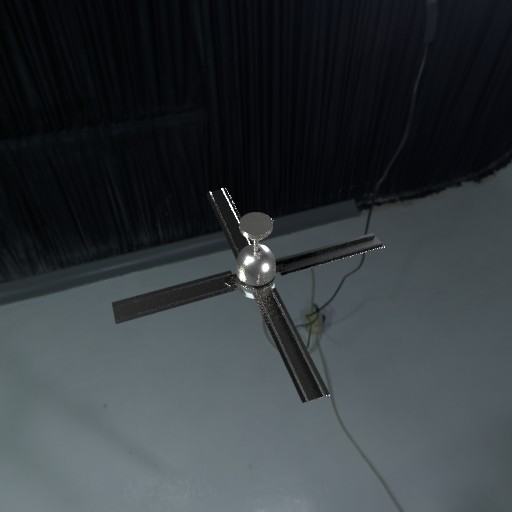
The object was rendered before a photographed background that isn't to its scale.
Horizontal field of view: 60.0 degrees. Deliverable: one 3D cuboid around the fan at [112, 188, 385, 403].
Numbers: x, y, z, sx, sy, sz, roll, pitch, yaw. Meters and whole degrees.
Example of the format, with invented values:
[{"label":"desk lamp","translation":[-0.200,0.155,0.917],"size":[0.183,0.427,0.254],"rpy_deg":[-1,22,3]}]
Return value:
[{"label":"fan","translation":[0.000,0.000,2.032],"size":[1.346,0.406,1.346],"rpy_deg":[-16,49,-15]}]
